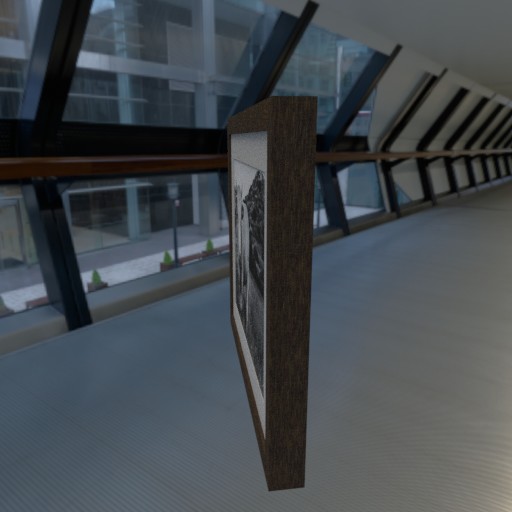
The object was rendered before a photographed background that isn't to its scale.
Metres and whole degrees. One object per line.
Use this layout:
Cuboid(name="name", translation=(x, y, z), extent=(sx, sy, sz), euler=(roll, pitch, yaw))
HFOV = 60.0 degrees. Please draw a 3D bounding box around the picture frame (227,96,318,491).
Cuboid(name="picture frame", translation=(0.000, 0.000, 0.533), extent=(0.033, 0.330, 0.378), euler=(-2, 15, -8))
